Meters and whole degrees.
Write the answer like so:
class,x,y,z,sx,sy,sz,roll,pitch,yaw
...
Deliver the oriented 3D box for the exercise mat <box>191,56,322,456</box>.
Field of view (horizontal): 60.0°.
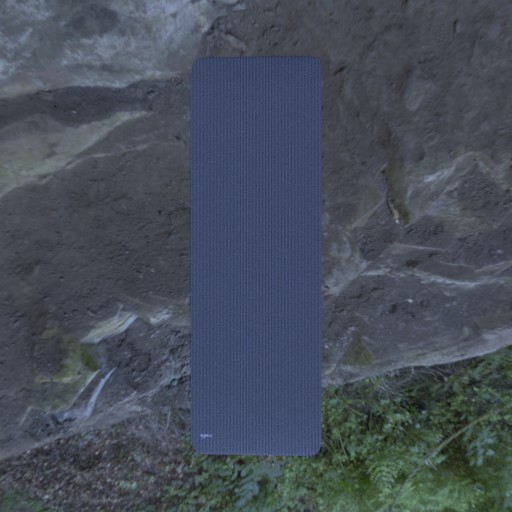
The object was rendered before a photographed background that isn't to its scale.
class,x,y,z,sx,sy,sz,roll,pitch,yaw
exercise mat,0.000,0.000,2.093,0.616,0.021,1.884,0,90,1
